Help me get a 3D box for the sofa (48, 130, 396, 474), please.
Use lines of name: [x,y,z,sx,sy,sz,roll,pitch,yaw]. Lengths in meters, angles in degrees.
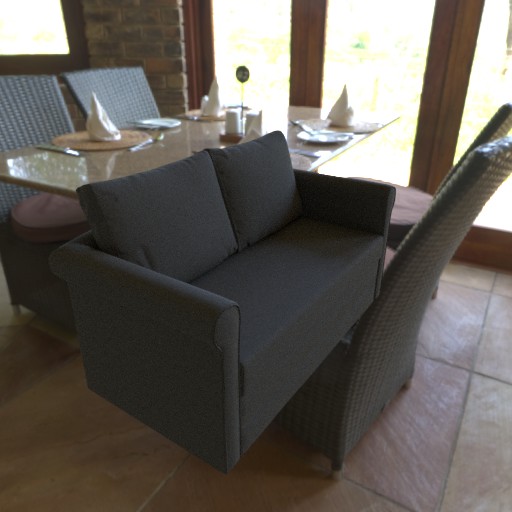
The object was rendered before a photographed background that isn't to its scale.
sofa: [0.000,0.000,1.954,0.741,0.872,1.460,17,30,31]
